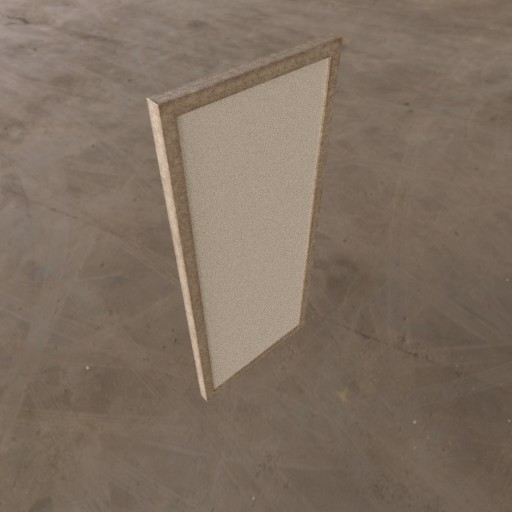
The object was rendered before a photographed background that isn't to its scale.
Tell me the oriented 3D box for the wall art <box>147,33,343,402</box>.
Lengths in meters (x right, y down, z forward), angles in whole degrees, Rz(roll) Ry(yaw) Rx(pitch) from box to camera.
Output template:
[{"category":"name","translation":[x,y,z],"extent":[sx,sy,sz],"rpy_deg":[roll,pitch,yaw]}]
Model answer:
[{"category":"wall art","translation":[0.000,0.000,1.704],"extent":[0.648,1.461,0.051],"rpy_deg":[-32,54,-28]}]
